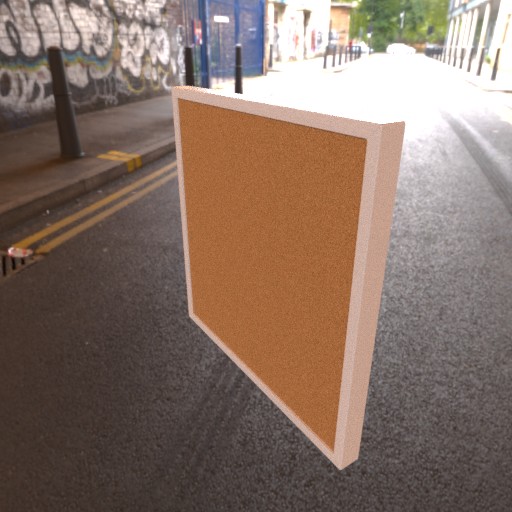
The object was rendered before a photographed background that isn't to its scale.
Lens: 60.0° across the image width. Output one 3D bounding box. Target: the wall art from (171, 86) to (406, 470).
[{"bbox_3d":[0.000,0.000,0.756,0.038,0.508,0.508,-16,30,-30],"label":"wall art"}]
